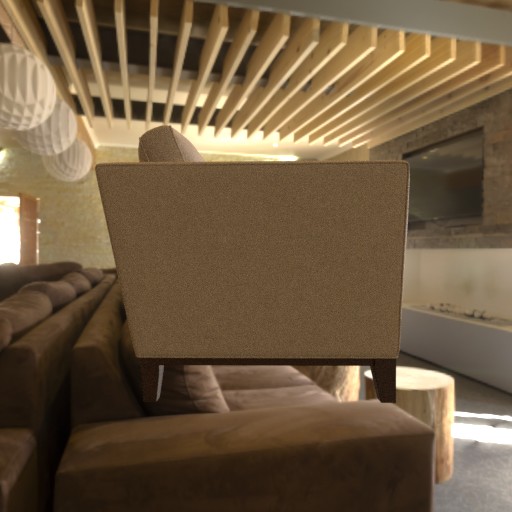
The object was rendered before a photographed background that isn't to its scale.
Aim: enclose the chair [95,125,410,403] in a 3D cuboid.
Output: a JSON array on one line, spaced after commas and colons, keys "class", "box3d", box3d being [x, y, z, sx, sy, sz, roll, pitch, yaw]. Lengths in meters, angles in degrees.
[{"class": "chair", "box3d": [0.000, 0.000, 2.036, 0.965, 0.940, 1.397, 0, 1, 1]}]
